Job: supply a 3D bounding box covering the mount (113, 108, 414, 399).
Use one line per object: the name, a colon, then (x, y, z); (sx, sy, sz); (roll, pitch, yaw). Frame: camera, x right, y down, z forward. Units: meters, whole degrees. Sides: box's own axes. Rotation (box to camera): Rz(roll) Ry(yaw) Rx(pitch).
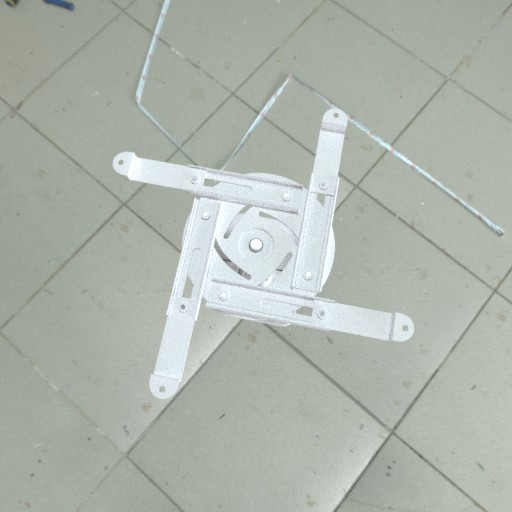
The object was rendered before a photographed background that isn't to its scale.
mount: (0.000, 0.000, 0.600); (0.394, 0.141, 0.394); (11, 76, 3)
